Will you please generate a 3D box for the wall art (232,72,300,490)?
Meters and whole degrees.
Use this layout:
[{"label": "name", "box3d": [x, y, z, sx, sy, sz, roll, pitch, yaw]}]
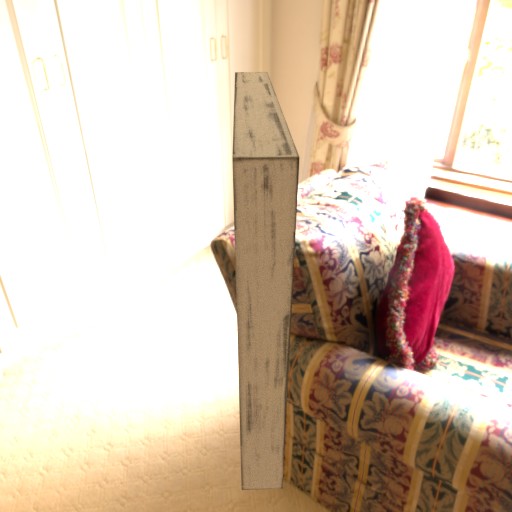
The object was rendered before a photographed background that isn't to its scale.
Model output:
[{"label": "wall art", "box3d": [0.000, 0.000, 0.448, 0.036, 0.303, 0.303, -1, 31, -2]}]
